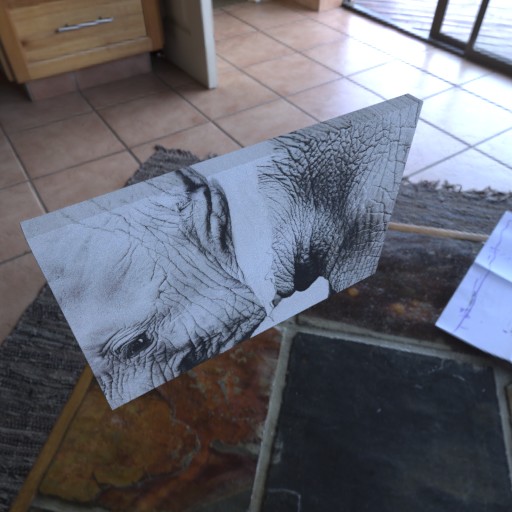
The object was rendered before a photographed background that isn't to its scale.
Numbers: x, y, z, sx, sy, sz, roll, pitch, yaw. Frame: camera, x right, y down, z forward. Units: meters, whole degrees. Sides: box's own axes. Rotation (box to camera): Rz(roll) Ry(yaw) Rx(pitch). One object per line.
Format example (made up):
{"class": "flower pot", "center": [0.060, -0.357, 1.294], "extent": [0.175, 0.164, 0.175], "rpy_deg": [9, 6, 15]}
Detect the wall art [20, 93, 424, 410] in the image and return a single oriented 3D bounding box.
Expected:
{"class": "wall art", "center": [0.000, 0.000, 0.752], "extent": [0.613, 0.407, 0.035], "rpy_deg": [-24, 50, -22]}
